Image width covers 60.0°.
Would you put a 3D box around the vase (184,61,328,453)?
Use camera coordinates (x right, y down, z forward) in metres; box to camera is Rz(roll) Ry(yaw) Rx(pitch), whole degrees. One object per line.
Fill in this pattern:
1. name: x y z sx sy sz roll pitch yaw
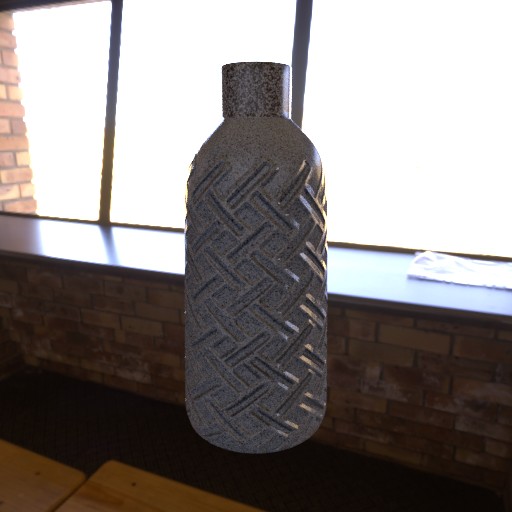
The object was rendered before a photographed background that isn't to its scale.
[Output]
1. vase: 0.000 0.000 0.355 0.122 0.282 0.122 0 15 0
